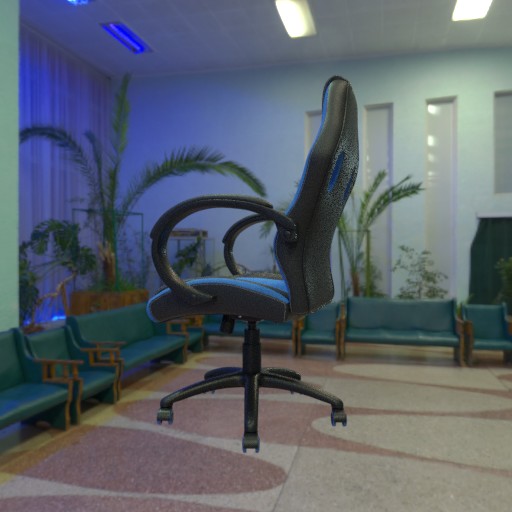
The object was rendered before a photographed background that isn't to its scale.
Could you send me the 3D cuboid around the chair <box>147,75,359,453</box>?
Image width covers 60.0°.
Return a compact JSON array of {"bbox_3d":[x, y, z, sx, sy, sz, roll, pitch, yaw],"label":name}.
[{"bbox_3d":[0.000,0.000,1.655,0.724,1.187,0.673,0,0,19],"label":"chair"}]
